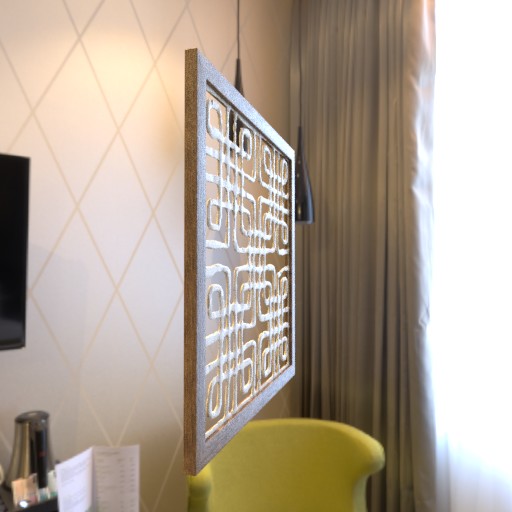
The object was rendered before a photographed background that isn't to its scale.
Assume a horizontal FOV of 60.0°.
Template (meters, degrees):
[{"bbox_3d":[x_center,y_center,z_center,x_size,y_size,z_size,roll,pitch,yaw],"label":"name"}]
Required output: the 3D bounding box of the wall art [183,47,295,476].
[{"bbox_3d":[0.000,0.000,0.848,0.021,0.582,0.561,0,-1,18],"label":"wall art"}]
